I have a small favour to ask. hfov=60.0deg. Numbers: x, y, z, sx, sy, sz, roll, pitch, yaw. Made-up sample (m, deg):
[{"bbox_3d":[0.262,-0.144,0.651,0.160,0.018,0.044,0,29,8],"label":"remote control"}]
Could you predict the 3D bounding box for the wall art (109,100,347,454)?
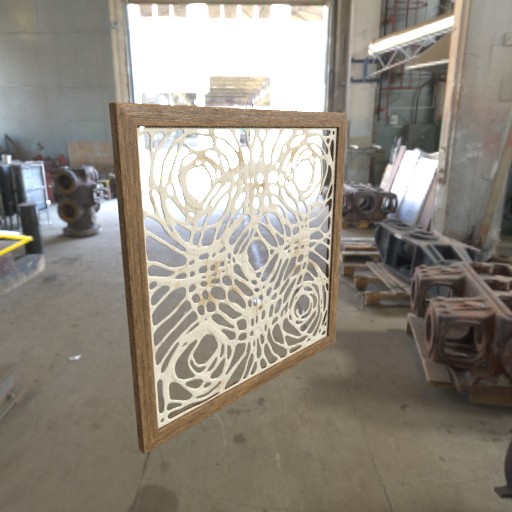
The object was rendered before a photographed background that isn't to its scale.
[{"bbox_3d":[0.000,0.000,0.867,0.021,0.576,0.561,15,22,42],"label":"wall art"}]
